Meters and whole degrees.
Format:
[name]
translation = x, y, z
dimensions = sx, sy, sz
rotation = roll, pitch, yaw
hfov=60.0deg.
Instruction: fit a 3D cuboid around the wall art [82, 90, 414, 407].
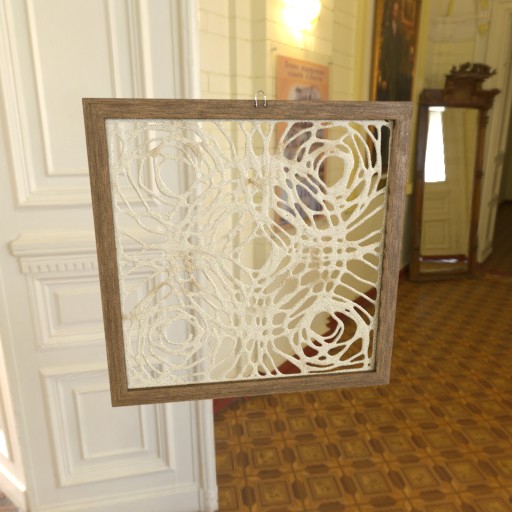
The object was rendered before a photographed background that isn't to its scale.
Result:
[wall art]
translation = 0.000, 0.000, 0.820
dimensions = 0.561, 0.576, 0.021
rotation = -2, 15, -8
